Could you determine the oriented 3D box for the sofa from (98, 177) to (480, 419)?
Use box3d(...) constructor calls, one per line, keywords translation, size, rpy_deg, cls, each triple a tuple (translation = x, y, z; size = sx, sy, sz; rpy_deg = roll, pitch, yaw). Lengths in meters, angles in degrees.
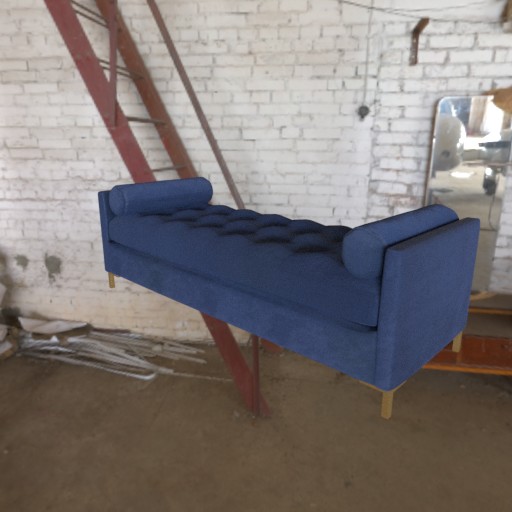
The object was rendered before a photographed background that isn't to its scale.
box3d(translation=(0.000, 0.000, 2.491), size=(2.102, 0.705, 0.796), rpy_deg=(15, 22, 42), cls="sofa")
